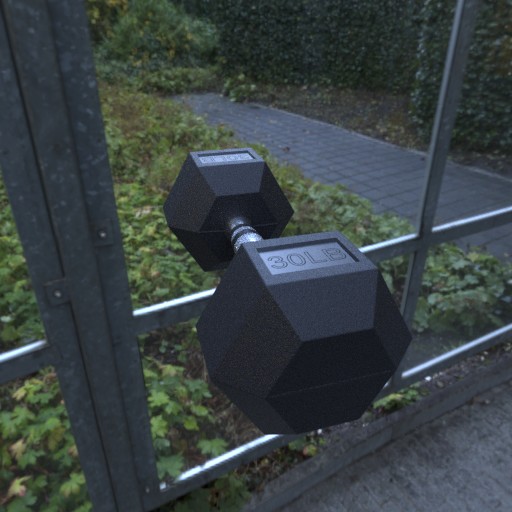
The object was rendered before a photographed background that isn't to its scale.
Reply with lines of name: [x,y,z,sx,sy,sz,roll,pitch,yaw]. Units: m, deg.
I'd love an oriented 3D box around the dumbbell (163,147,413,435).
dumbbell: [0.000,0.000,0.410,0.142,0.123,0.337,-8,30,-14]
